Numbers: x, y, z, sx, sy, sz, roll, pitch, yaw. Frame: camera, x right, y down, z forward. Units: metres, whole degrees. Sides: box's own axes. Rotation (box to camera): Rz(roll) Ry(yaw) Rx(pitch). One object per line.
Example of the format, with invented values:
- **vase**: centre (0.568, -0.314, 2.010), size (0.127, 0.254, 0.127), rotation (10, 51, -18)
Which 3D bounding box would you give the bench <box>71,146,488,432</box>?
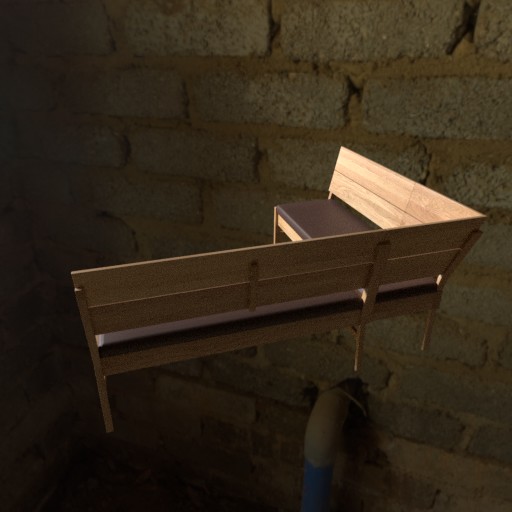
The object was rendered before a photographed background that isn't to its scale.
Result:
- **bench**: centre (0.000, 0.000, 2.792), size (1.975, 0.890, 1.549), rotation (-9, 28, -16)
